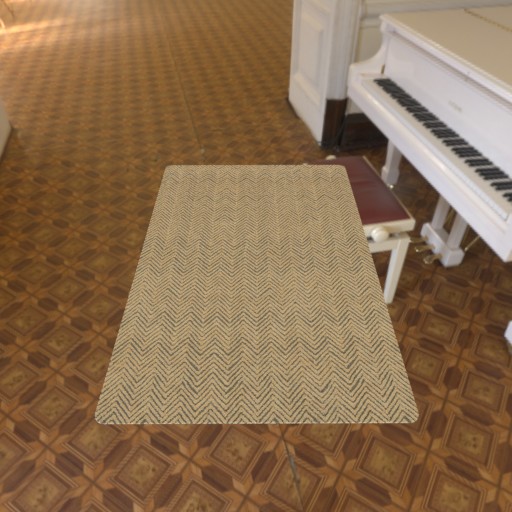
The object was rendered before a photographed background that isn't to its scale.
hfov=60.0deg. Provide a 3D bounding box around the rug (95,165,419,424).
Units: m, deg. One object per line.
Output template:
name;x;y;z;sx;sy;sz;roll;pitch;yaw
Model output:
rug;0.000;0.000;2.197;1.144;0.008;1.752;0;42;0
